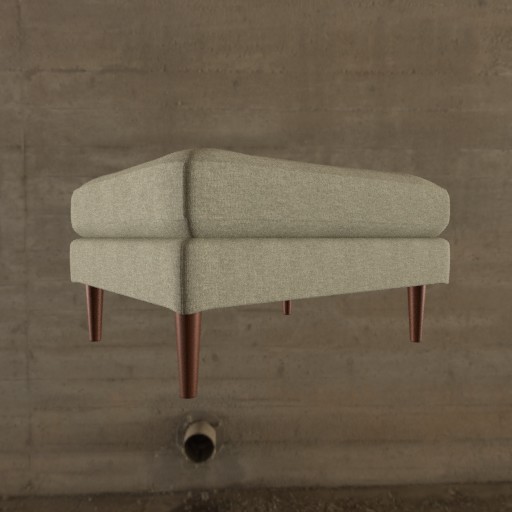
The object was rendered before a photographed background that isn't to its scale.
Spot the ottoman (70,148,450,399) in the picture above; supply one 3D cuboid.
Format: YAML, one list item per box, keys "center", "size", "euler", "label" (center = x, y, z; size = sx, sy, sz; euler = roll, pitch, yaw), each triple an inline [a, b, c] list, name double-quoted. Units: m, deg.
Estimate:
- center: [0.000, 0.000, 1.229]
  size: [0.821, 0.474, 0.693]
  euler: [-2, 3, -37]
  label: "ottoman"
